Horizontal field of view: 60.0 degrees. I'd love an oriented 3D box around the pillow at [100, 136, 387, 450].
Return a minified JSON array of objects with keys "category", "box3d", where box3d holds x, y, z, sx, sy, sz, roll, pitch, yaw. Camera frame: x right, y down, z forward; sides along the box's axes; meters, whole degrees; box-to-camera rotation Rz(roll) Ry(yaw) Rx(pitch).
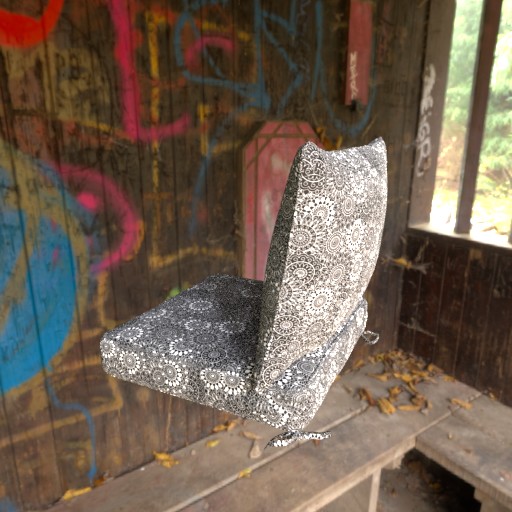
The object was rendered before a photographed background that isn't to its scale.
[{"category":"pillow","box3d":[0.000,0.000,1.386,0.740,0.722,0.798,8,18,25]}]
